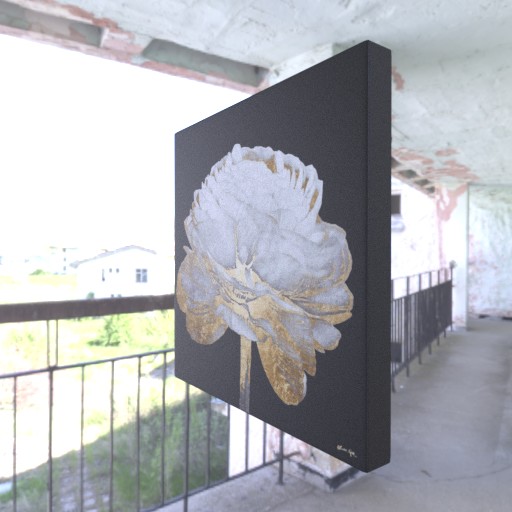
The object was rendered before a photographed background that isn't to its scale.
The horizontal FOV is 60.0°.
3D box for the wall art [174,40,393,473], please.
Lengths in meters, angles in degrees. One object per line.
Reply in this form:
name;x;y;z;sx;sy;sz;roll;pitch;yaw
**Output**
wall art;0.000;0.000;0.587;0.041;0.407;0.406;0;1;-36
